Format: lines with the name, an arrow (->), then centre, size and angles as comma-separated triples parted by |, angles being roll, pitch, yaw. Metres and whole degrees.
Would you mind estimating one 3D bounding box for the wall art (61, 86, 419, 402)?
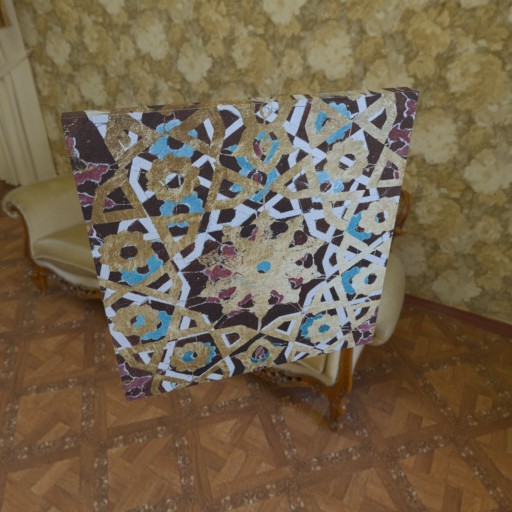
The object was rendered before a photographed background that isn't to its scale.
wall art -> 0.000, 0.000, 0.902 | 0.609, 0.613, 0.041 | -10, 34, -15
